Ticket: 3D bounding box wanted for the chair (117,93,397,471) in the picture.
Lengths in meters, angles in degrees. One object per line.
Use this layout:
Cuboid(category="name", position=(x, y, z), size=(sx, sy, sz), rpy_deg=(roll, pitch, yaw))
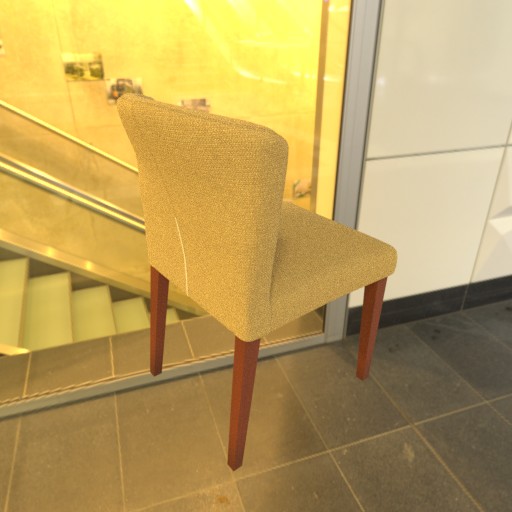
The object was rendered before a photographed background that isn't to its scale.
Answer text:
Cuboid(category="chair", position=(0.000, 0.000, 1.165), size=(0.589, 0.839, 0.491), rpy_deg=(-20, 34, -33))
